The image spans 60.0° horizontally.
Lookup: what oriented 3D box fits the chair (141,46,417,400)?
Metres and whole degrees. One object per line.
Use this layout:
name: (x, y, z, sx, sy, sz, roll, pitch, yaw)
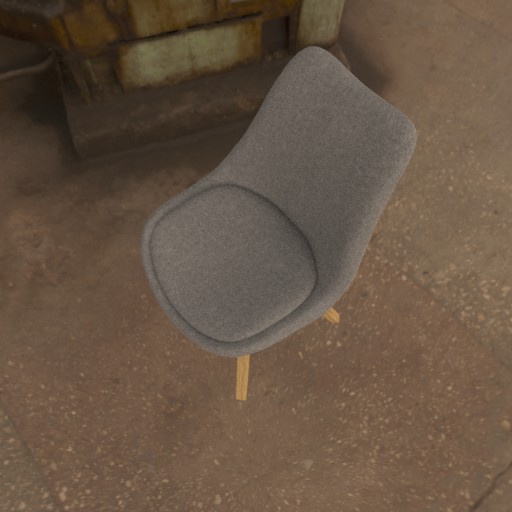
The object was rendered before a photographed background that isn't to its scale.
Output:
chair: (0.000, 0.000, 1.166, 0.550, 0.865, 0.483, -34, 68, -16)
